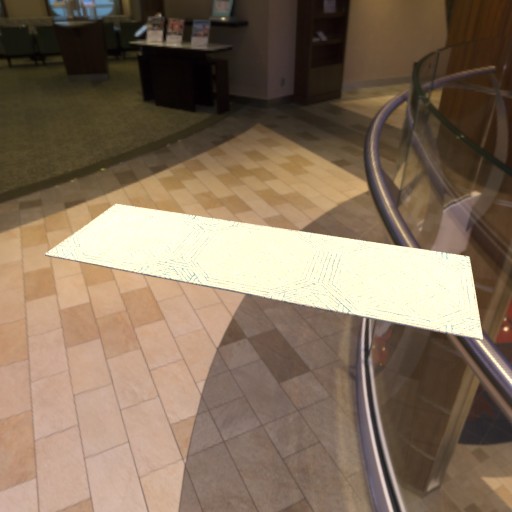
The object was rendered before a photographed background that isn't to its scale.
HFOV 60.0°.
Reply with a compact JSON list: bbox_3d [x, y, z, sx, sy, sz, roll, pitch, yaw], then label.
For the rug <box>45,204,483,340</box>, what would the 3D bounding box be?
[{"bbox_3d":[0.000,0.000,2.679,2.452,0.012,0.775,10,33,15],"label":"rug"}]
